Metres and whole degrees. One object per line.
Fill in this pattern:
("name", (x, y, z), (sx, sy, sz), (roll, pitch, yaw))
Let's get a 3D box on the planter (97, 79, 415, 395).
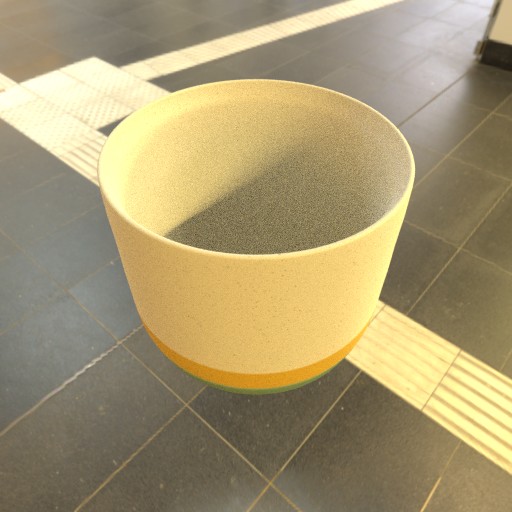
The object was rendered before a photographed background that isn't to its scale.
("planter", (0.000, 0.000, 0.477), (0.268, 0.270, 0.268), (0, 46, 0))
